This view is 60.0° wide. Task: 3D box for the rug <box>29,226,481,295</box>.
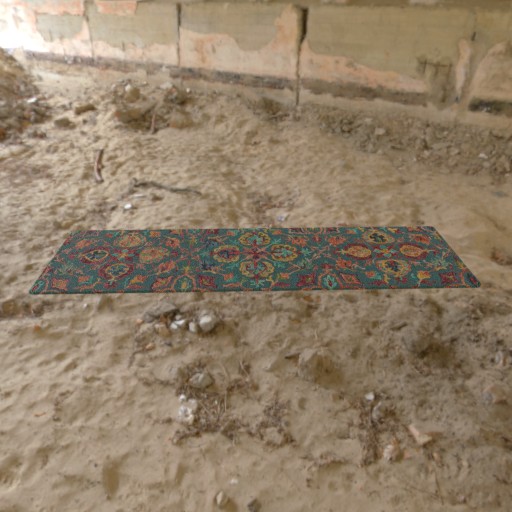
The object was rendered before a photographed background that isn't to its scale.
[{"bbox_3d":[0.000,0.000,2.514,2.286,0.013,0.686,-1,30,-1],"label":"rug"}]
